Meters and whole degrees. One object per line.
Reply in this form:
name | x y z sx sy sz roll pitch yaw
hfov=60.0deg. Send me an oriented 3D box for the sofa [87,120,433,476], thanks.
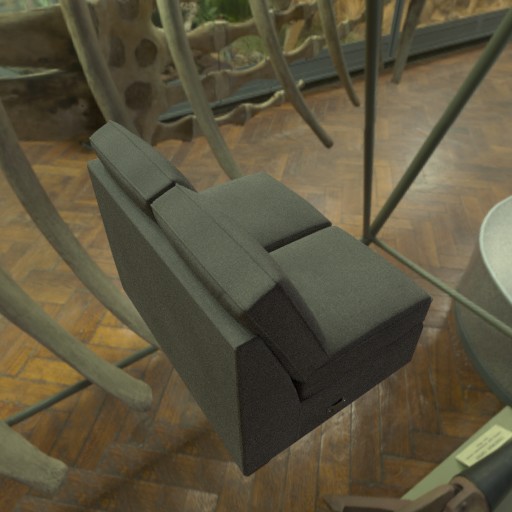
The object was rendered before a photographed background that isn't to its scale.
sofa | 0.000 0.000 1.949 0.951 1.008 1.237 -24 46 -25
